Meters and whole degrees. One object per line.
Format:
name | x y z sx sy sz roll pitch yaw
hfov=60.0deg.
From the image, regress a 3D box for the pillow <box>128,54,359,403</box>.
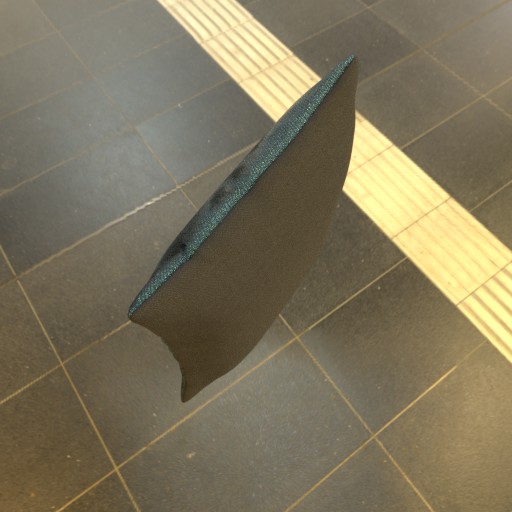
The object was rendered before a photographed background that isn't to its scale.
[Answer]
pillow | 0.000 0.000 0.655 0.138 0.430 0.436 32 68 15
